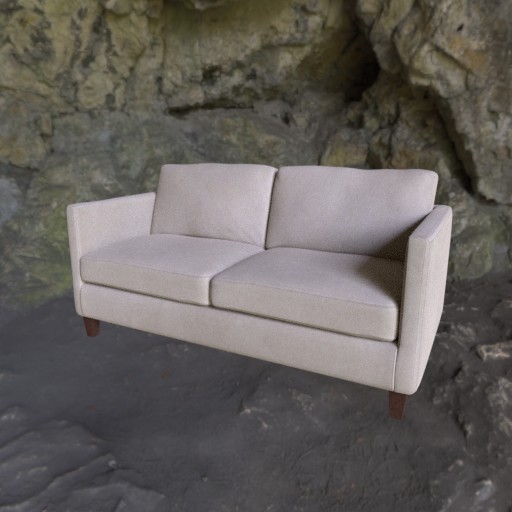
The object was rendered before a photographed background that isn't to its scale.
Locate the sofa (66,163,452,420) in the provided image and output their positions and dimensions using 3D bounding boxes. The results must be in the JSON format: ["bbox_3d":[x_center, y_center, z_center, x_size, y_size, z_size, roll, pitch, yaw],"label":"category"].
[{"bbox_3d":[0.000,0.000,2.377,1.846,0.940,0.950,7,16,27],"label":"sofa"}]
